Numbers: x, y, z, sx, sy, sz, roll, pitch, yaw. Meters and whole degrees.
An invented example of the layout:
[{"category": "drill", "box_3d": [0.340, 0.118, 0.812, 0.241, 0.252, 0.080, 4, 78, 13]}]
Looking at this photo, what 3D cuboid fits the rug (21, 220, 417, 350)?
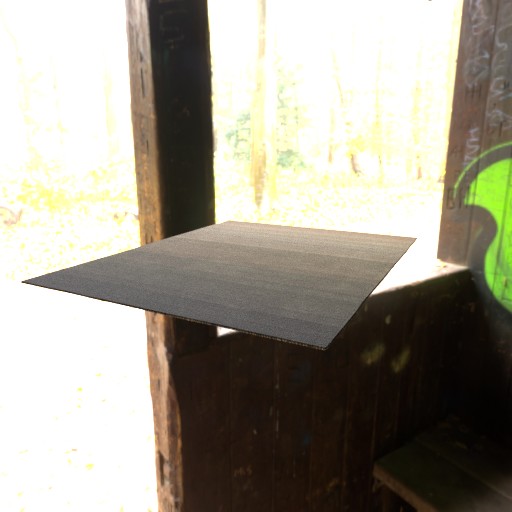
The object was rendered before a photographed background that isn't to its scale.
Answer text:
[{"category": "rug", "box_3d": [0.000, 0.000, 3.932, 2.315, 0.015, 2.932, 7, 16, 27]}]
